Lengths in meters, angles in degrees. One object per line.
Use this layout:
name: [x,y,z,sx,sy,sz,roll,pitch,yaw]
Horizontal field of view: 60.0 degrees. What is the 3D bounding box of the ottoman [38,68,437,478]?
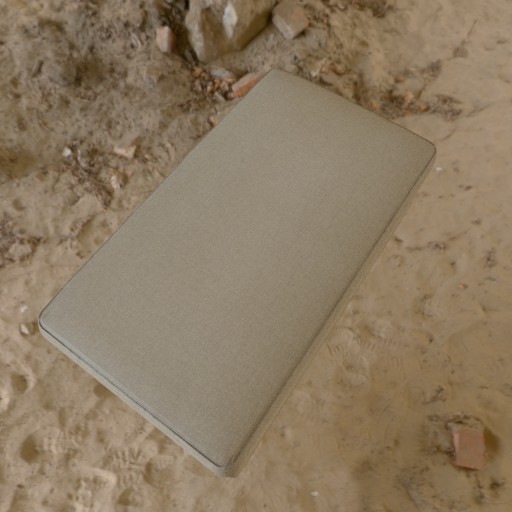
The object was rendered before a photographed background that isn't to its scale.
ottoman: [0.000,0.000,1.369,0.617,0.461,1.097,32,69,14]
